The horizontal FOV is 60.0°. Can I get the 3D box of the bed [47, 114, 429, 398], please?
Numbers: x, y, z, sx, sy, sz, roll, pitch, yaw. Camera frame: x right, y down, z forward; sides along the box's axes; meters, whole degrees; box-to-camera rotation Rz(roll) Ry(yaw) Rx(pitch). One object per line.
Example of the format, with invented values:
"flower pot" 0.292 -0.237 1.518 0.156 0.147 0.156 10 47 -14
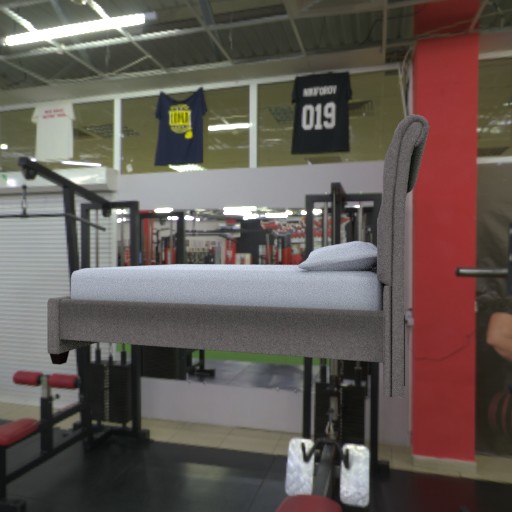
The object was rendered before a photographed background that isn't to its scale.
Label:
"bed" 0.000 0.000 3.225 2.252 1.371 1.645 0 0 18
